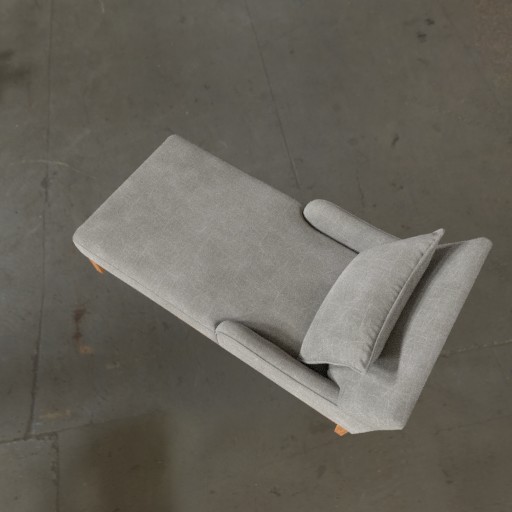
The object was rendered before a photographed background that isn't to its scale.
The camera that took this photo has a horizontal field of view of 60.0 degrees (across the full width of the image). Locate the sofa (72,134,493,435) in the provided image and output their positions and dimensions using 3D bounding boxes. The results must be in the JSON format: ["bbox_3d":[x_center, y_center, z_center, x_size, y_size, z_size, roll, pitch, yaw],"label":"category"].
[{"bbox_3d":[0.000,0.000,2.229,1.779,0.859,0.894,31,67,15],"label":"sofa"}]
